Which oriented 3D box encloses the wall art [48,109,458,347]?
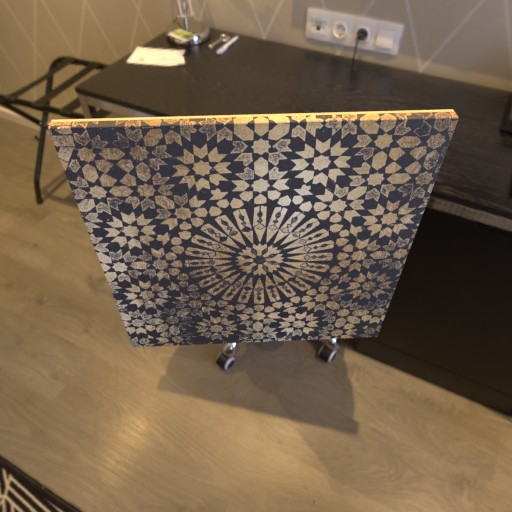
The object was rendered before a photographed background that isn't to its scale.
[{"bbox_3d":[0.000,0.000,1.330,0.914,0.914,0.038,-2,48,-2],"label":"wall art"}]
